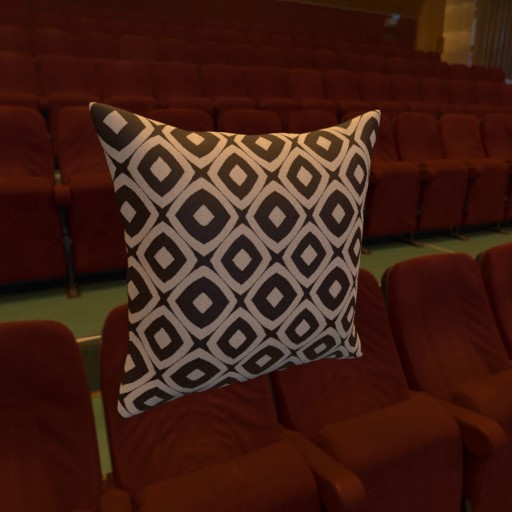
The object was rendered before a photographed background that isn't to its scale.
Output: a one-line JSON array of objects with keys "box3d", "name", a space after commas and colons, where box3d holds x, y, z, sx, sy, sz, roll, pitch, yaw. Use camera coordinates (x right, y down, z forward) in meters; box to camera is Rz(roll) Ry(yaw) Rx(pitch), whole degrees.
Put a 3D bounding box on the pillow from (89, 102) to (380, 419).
[{"box3d": [0.000, 0.000, 0.770, 0.504, 0.494, 0.188, -7, 17, -25], "name": "pillow"}]
